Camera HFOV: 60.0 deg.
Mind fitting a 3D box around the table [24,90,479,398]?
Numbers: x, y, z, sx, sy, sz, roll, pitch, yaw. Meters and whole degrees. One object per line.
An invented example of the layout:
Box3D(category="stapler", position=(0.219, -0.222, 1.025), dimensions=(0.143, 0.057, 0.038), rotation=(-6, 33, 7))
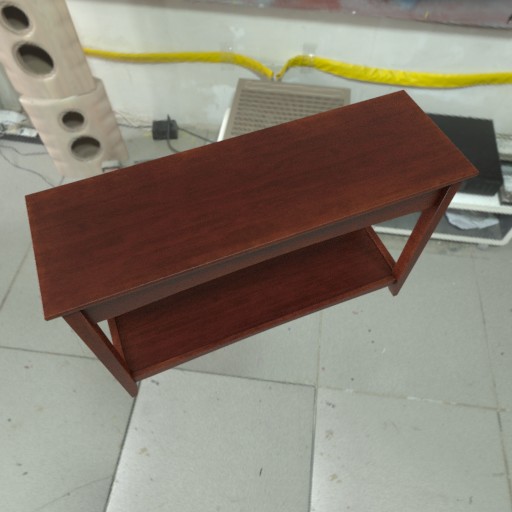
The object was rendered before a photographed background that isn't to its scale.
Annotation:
Box3D(category="table", position=(0.000, 0.000, 1.524), dimensions=(1.188, 0.739, 0.392), rotation=(-19, 59, -12))
